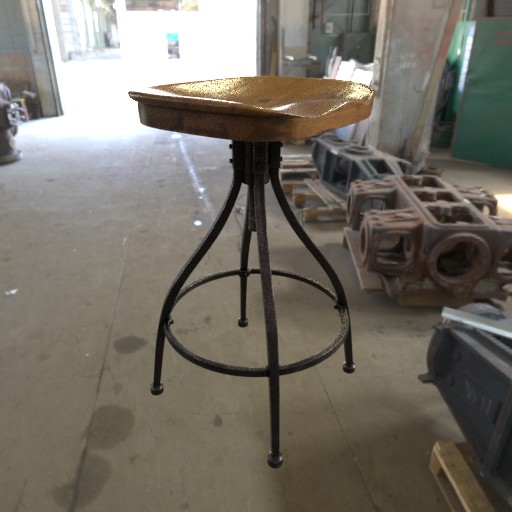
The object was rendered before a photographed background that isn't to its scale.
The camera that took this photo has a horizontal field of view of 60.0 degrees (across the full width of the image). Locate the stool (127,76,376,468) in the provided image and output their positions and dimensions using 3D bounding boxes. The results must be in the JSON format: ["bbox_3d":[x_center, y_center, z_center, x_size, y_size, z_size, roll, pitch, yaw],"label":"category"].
[{"bbox_3d":[0.000,0.000,0.960,0.424,0.694,0.432,18,31,32],"label":"stool"}]
